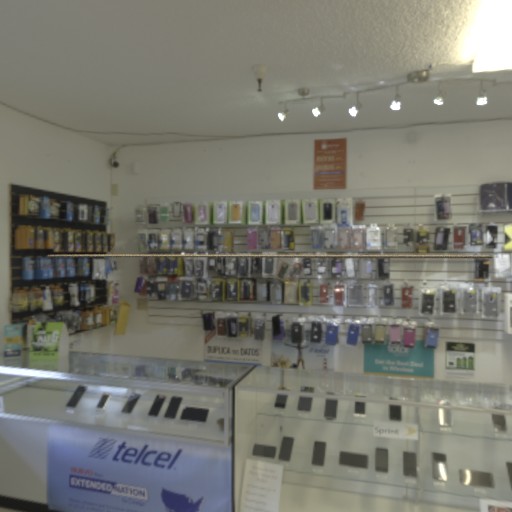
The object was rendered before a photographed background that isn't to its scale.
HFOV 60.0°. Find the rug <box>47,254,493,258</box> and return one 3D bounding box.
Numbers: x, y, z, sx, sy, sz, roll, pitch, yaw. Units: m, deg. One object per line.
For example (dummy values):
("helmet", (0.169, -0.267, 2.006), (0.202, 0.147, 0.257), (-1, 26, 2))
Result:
("rug", (0.000, 0.000, 2.691), (2.448, 0.012, 0.769), (0, 0, 18))
